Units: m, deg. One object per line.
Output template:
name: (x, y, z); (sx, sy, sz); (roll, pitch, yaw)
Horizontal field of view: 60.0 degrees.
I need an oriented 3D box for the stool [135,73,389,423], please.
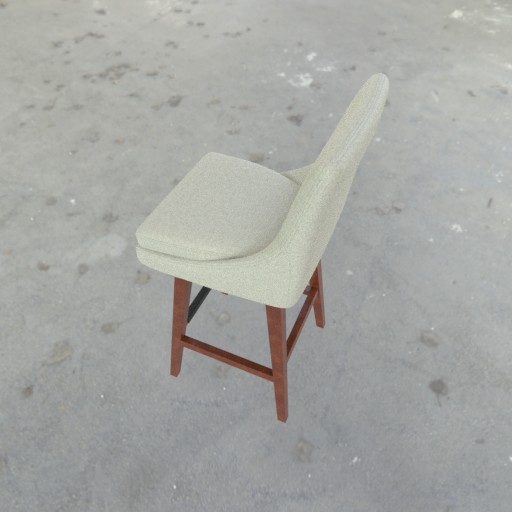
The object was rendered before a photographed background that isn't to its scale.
stool: (0.000, 0.000, 1.397); (0.559, 1.092, 0.470); (18, 49, 16)
